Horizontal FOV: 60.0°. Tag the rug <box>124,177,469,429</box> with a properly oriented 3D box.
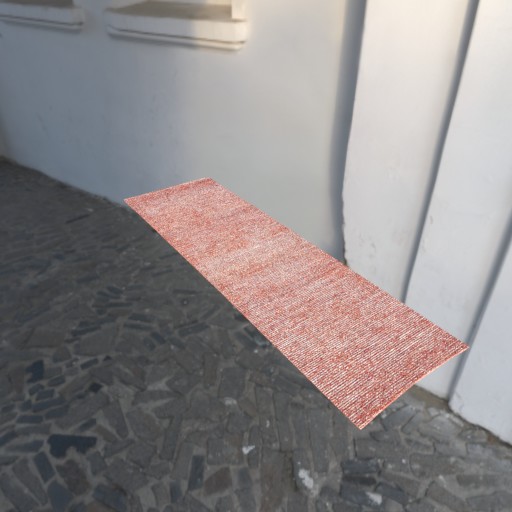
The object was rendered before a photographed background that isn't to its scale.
[{"bbox_3d":[0.000,0.000,2.619,0.718,0.013,2.353,-21,39,-29],"label":"rug"}]
